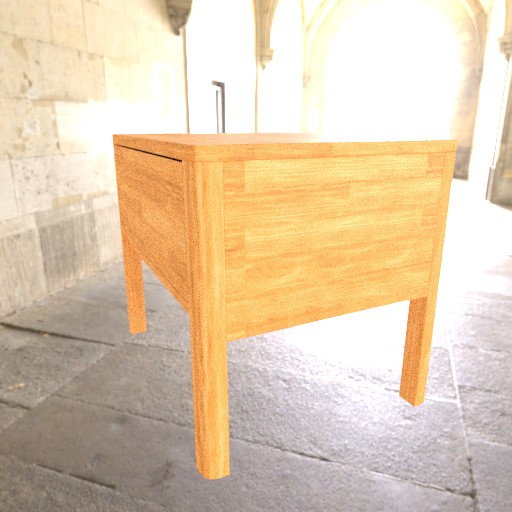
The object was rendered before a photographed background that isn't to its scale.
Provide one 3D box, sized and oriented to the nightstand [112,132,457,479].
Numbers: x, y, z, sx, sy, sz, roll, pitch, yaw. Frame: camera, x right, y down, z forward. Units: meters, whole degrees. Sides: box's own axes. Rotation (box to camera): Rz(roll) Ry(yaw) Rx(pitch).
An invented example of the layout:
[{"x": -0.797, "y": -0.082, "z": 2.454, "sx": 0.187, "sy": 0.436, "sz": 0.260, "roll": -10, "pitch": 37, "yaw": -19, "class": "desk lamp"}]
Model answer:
[{"x": 0.000, "y": 0.000, "z": 0.900, "sx": 0.440, "sy": 0.470, "sz": 0.560, "roll": -8, "pitch": 19, "yaw": -25, "class": "nightstand"}]
